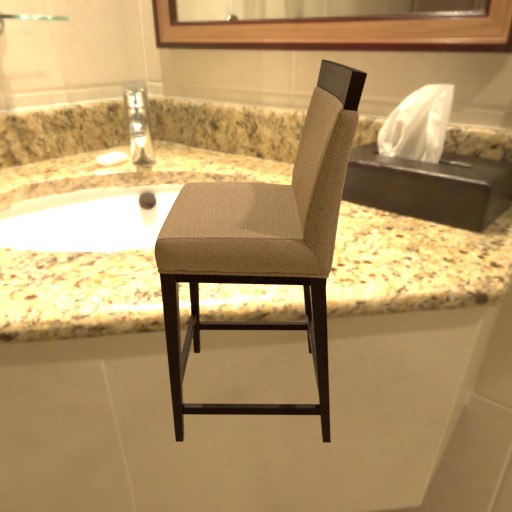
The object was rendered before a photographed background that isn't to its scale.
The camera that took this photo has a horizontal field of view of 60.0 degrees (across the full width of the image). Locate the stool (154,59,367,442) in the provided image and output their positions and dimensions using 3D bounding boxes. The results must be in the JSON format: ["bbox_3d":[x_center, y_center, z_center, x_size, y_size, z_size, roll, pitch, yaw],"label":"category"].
[{"bbox_3d":[0.000,0.000,1.402,0.531,1.117,0.511,0,26,0],"label":"stool"}]
